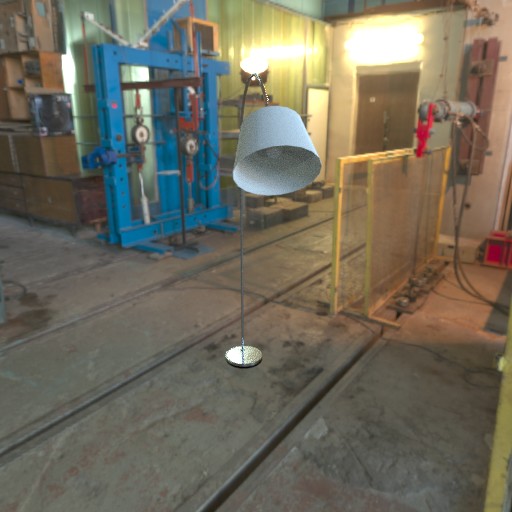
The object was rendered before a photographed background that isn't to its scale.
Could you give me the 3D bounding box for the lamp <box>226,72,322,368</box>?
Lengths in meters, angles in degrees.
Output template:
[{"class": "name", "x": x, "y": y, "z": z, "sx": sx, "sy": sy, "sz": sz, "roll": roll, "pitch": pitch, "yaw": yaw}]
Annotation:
[{"class": "lamp", "x": 0.000, "y": 0.000, "z": 2.718, "sx": 0.406, "sy": 2.098, "sz": 1.445, "roll": -3, "pitch": 18, "yaw": -9}]
